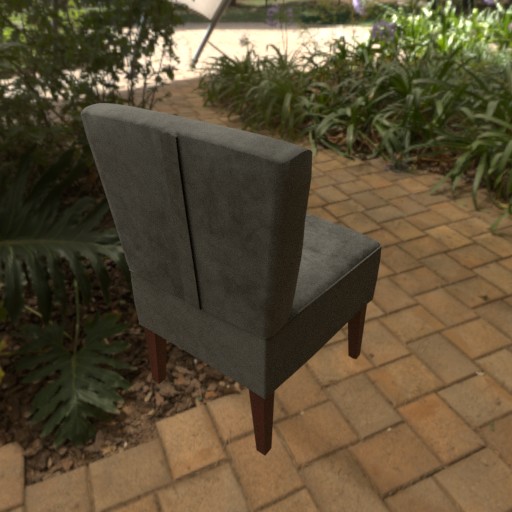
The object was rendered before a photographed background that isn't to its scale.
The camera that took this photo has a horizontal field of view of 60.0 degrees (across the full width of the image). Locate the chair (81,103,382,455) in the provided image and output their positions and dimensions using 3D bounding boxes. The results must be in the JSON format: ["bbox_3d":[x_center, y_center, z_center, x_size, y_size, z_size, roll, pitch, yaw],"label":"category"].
[{"bbox_3d":[0.000,0.000,1.163,0.521,0.806,0.554,22,38,31],"label":"chair"}]
